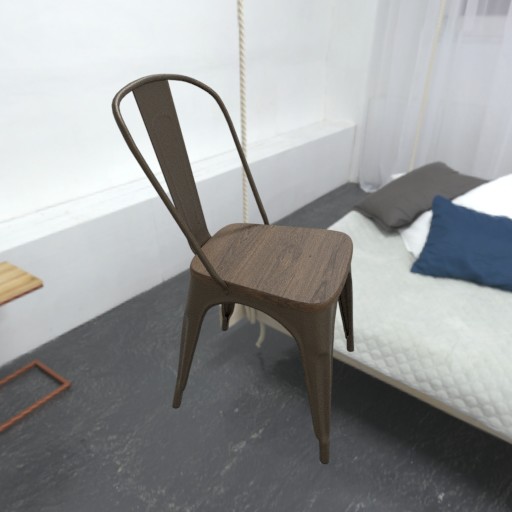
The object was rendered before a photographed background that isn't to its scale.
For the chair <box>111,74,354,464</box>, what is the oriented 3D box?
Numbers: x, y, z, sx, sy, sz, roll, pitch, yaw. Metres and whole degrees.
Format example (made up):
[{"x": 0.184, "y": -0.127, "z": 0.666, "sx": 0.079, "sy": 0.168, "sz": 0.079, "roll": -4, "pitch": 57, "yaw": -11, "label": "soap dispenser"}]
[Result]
[{"x": 0.000, "y": 0.000, "z": 1.140, "sx": 0.532, "sy": 0.844, "sz": 0.451, "roll": 10, "pitch": 31, "yaw": 16, "label": "chair"}]
